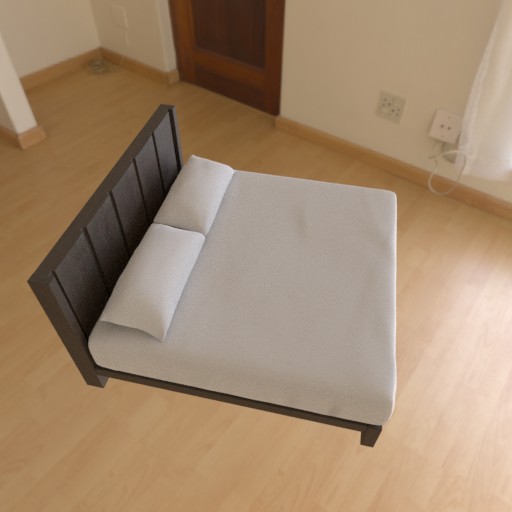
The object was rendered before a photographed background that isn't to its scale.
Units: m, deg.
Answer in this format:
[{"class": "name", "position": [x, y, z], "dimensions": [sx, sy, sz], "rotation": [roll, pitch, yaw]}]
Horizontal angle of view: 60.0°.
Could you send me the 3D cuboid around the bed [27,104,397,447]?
[{"class": "bed", "position": [0.000, 0.000, 3.563], "dimensions": [2.238, 1.261, 2.143], "rotation": [9, 47, 9]}]
